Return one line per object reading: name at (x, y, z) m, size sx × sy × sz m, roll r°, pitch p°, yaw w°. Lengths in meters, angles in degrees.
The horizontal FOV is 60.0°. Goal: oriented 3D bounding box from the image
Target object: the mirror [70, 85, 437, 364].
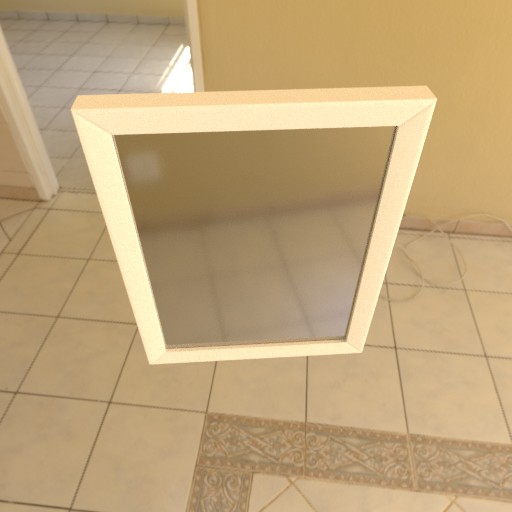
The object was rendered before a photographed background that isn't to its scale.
mirror at (0.000, 0.000, 0.680) m, size 0.405 × 0.508 × 0.041 m, roll -3°, pitch 44°, yaw -3°
